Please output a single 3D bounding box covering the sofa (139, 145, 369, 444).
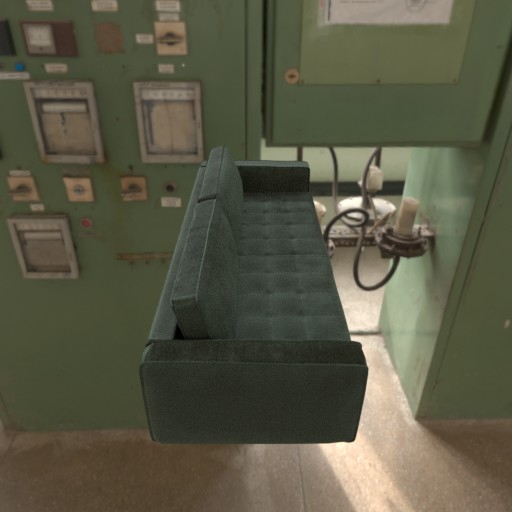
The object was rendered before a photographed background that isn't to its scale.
[{"bbox_3d":[0.000,0.000,2.646,0.886,0.781,2.214,0,32,0],"label":"sofa"}]
